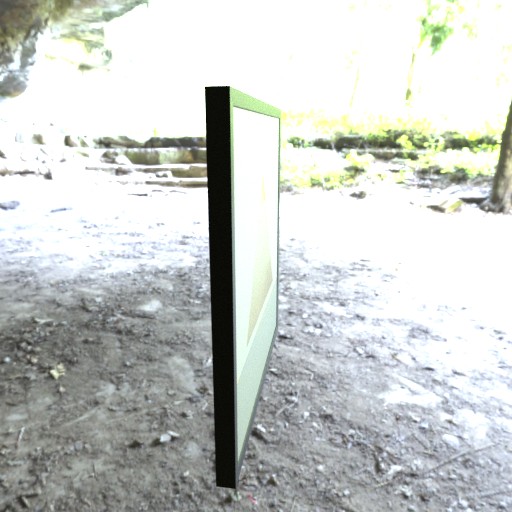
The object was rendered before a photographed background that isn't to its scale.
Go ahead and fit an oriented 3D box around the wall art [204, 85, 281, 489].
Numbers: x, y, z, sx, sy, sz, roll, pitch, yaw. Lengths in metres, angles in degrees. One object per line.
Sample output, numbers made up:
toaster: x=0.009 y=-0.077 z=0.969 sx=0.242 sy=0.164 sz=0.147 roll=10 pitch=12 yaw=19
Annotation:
wall art: x=0.000 y=0.000 z=0.775 sx=0.028 sy=0.511 sz=0.513 roll=2 pitch=16 yaw=9
